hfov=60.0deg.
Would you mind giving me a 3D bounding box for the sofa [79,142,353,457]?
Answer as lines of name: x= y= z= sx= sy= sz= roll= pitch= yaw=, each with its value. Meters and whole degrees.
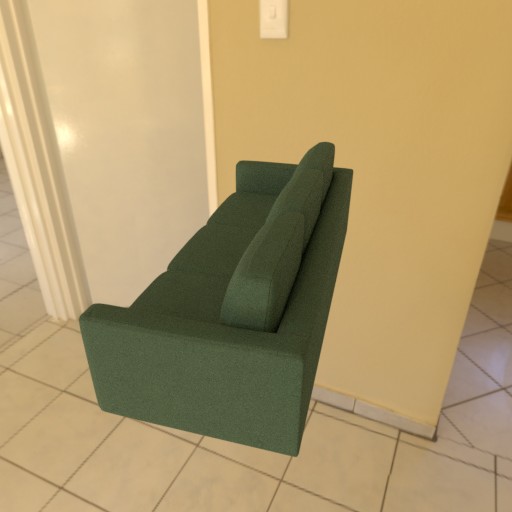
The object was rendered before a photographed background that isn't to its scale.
sofa: x=0.000 y=0.000 z=2.485 sx=0.879 sy=0.899 sz=2.029 roll=8 pitch=30 yaw=13
